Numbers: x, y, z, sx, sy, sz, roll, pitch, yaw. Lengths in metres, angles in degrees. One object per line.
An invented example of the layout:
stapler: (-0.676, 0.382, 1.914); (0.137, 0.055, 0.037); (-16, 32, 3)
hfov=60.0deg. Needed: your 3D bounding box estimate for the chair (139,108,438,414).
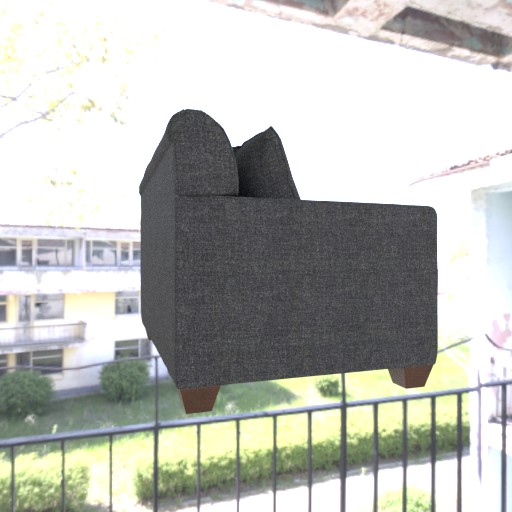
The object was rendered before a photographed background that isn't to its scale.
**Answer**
chair: (0.000, 0.000, 2.093); (1.000, 0.948, 1.383); (0, 0, -19)
